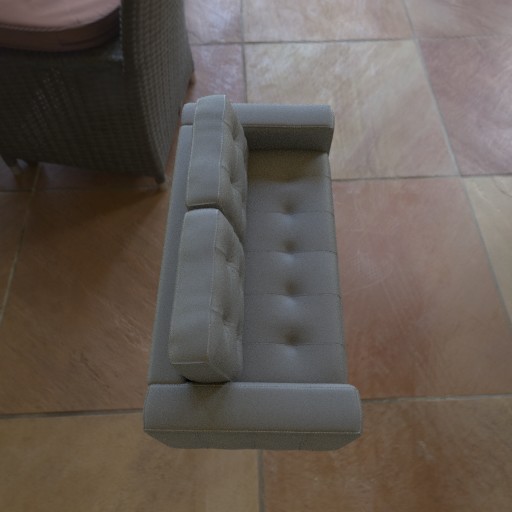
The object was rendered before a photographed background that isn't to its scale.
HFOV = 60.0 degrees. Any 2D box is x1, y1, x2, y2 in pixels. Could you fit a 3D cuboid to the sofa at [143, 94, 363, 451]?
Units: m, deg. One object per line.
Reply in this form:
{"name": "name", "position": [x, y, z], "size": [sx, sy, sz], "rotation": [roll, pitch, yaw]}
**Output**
{"name": "sofa", "position": [0.000, 0.000, 2.184], "size": [0.833, 0.893, 1.726], "rotation": [1, 61, 0]}
